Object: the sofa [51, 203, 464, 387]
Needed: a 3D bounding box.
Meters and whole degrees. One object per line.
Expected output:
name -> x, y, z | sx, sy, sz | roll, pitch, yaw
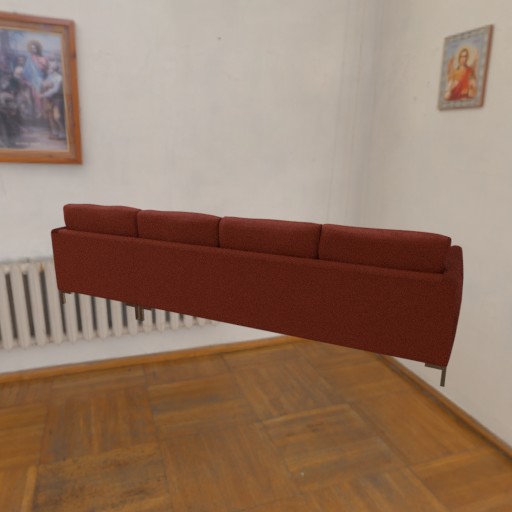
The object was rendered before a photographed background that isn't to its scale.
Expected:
sofa -> 0.000, 0.000, 3.433 | 2.932, 0.810, 1.350 | 7, 16, 25
